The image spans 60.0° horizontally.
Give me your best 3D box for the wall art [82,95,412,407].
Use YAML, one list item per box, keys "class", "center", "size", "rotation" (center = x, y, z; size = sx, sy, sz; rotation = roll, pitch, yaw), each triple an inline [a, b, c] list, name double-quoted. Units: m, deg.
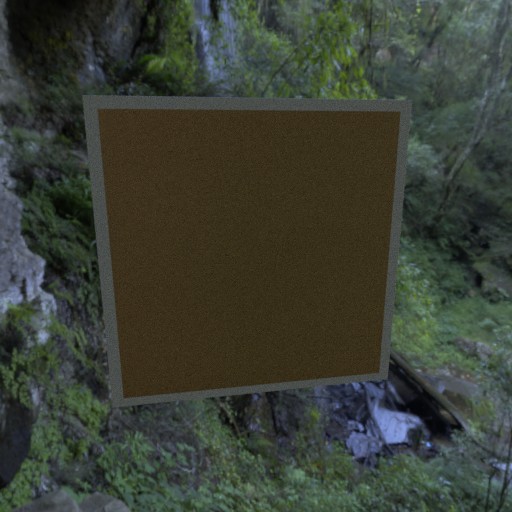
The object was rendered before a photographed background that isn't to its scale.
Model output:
- class: "wall art"
  center: [0.000, 0.000, 0.457]
  size: [0.307, 0.307, 0.020]
  rotation: [-3, 16, -10]
